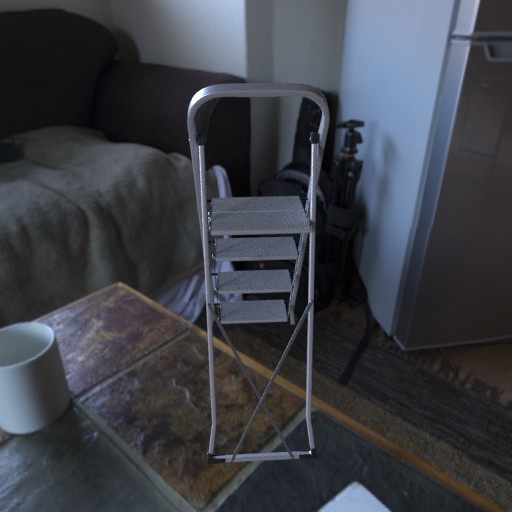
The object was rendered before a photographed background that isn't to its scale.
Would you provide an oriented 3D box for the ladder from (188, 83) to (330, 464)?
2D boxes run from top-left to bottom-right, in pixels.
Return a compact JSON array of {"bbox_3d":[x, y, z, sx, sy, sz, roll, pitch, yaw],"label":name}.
[{"bbox_3d":[0.000,0.000,1.685,0.465,1.290,0.830,-2,30,-3],"label":"ladder"}]
